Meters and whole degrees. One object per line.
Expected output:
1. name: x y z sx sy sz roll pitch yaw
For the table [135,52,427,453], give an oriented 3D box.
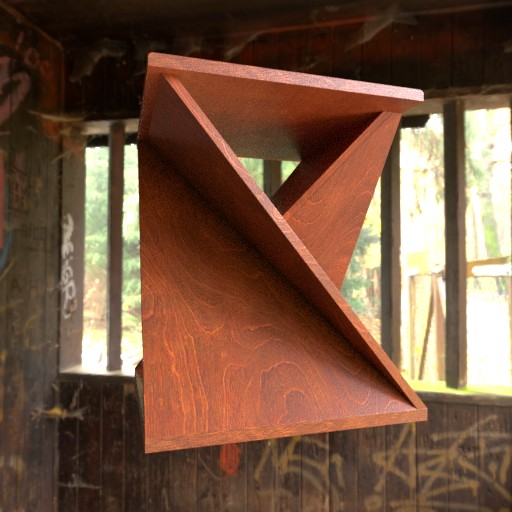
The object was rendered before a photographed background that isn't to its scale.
1. table: 0.000 0.000 0.839 0.427 0.520 0.427 1 -2 -17
